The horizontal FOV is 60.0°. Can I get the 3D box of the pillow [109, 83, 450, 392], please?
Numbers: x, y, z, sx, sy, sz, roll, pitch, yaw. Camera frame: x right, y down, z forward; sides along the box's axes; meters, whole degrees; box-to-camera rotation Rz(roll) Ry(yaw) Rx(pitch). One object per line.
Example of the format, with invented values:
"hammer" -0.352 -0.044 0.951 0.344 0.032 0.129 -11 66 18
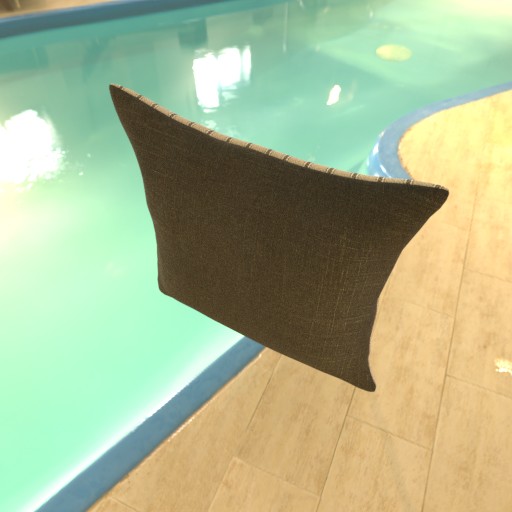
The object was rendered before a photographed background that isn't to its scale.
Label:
"pillow" 0.000 0.000 0.686 0.468 0.444 0.138 23 50 20
